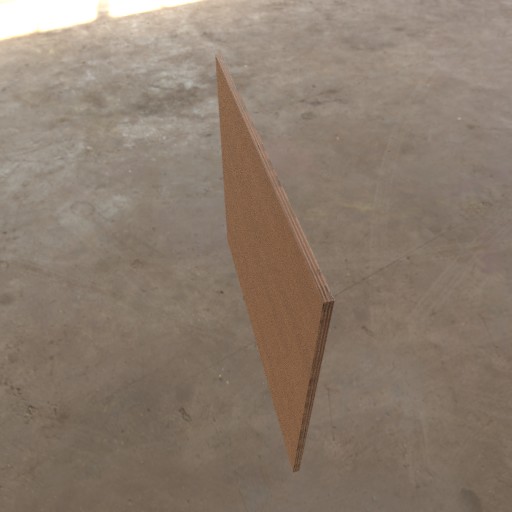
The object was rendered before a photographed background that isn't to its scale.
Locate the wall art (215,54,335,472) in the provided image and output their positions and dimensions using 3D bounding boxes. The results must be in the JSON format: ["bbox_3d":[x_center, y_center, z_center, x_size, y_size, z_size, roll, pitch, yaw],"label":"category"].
[{"bbox_3d":[0.000,0.000,0.679,0.010,0.408,0.508,-10,47,-9],"label":"wall art"}]
